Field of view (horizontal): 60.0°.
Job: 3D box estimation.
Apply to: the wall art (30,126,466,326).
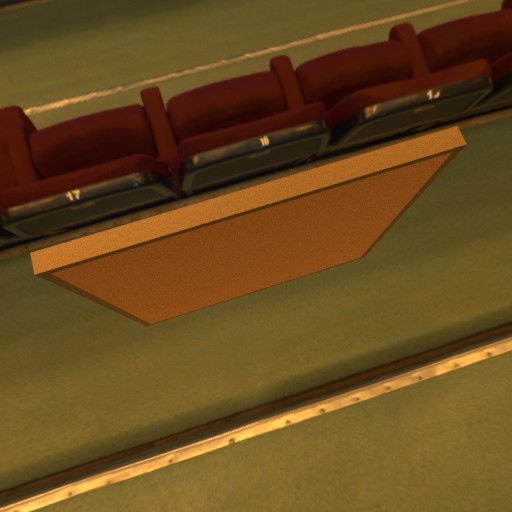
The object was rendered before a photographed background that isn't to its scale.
[{"bbox_3d":[0.000,0.000,1.116,0.762,0.762,0.038,-17,75,-5],"label":"wall art"}]
